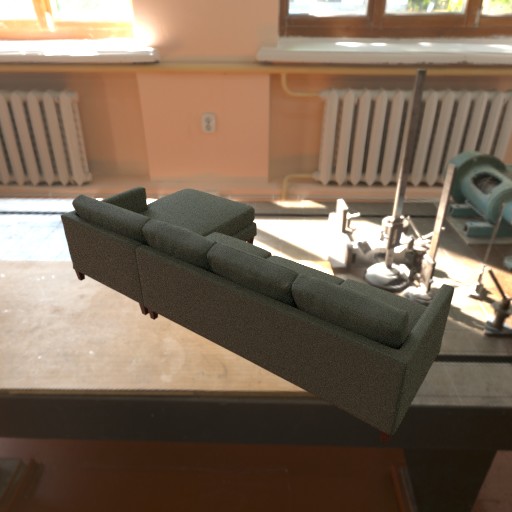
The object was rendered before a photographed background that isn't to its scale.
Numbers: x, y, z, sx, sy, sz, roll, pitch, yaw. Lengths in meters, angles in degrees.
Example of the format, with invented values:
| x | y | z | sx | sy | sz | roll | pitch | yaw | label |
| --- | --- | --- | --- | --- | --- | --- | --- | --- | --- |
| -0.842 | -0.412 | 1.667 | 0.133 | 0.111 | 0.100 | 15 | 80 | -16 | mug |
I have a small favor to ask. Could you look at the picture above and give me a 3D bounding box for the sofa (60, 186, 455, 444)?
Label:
| x | y | z | sx | sy | sz | roll | pitch | yaw | label |
| --- | --- | --- | --- | --- | --- | --- | --- | --- | --- |
| 0.000 | 0.000 | 3.826 | 3.186 | 0.861 | 1.625 | 20 | 36 | 31 | sofa |
